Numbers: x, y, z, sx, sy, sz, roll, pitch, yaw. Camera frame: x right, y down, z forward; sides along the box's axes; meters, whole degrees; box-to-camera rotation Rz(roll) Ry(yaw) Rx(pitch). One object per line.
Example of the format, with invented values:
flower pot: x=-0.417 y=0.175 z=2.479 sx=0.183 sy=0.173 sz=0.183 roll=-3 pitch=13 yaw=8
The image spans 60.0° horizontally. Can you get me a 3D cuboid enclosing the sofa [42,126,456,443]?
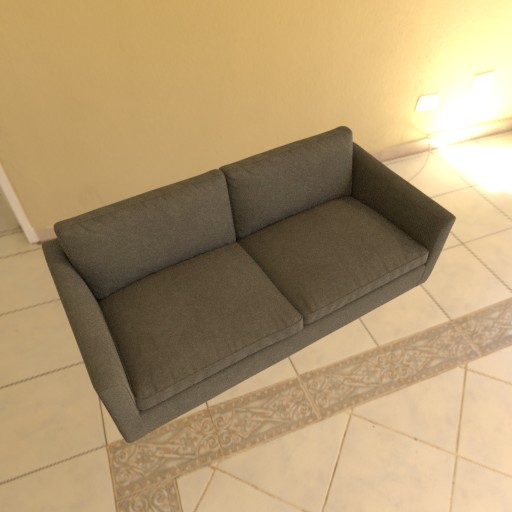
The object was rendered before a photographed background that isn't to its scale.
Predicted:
sofa: x=0.000 y=0.000 z=2.778 sx=2.257 sy=0.838 sz=1.092 roll=-24 pitch=50 yaw=-21
